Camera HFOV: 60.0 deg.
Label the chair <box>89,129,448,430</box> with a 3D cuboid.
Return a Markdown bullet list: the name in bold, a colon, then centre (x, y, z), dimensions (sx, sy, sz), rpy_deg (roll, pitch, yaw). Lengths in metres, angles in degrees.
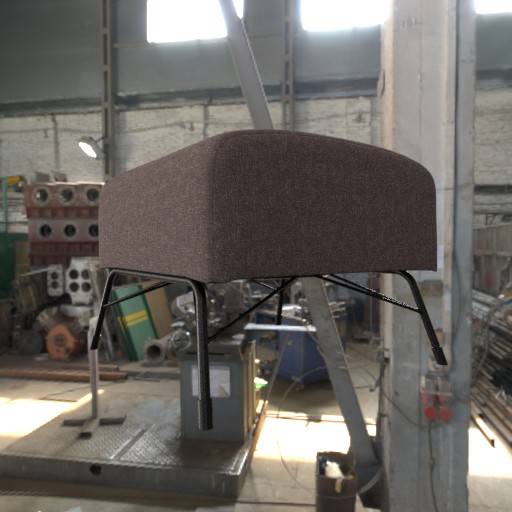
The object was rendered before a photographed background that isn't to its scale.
- **chair**: centre (0.000, 0.000, 0.903), dimensions (0.530, 0.410, 0.530), rpy_deg (-1, 2, -35)
